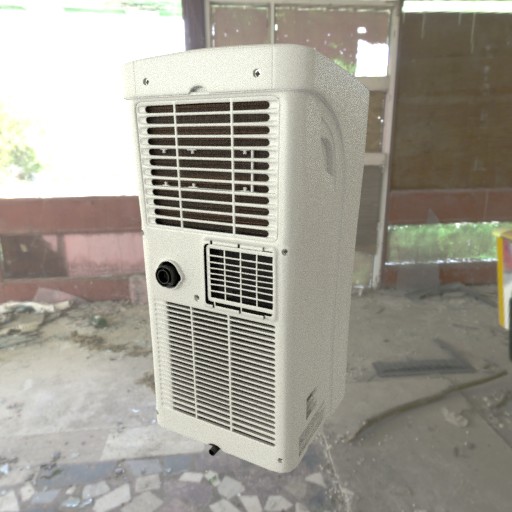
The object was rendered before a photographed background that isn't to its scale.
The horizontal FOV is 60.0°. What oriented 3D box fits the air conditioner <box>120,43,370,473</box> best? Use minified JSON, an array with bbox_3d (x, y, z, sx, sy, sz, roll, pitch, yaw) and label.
[{"bbox_3d":[0.000,0.000,0.891,0.352,0.716,0.369,8,17,28],"label":"air conditioner"}]
